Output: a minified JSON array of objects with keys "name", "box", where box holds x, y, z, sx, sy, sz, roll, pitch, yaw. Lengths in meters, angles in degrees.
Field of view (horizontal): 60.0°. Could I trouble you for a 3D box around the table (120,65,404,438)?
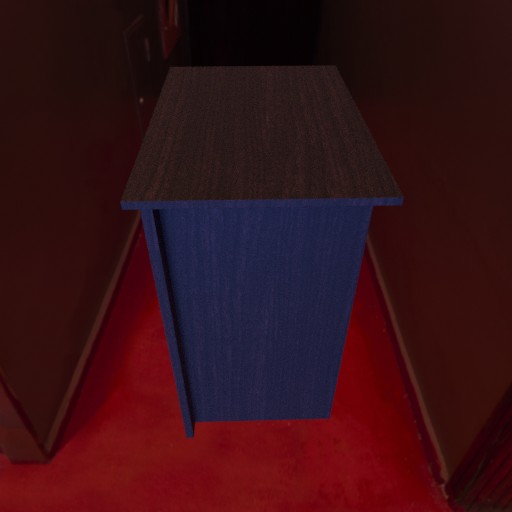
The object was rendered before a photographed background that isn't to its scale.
[{"name":"table","box":[0.000,0.000,1.084,0.406,0.711,0.591,-1,40,-1]}]
